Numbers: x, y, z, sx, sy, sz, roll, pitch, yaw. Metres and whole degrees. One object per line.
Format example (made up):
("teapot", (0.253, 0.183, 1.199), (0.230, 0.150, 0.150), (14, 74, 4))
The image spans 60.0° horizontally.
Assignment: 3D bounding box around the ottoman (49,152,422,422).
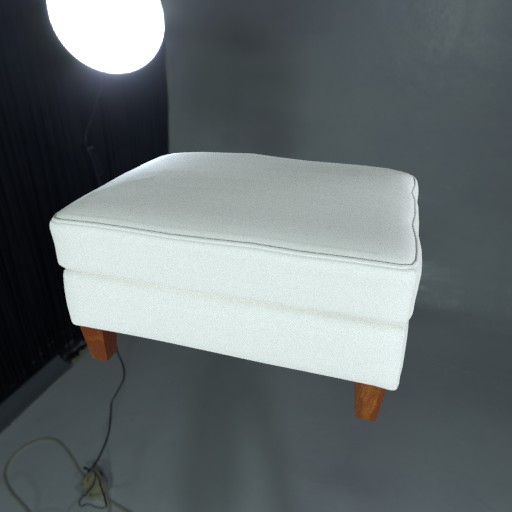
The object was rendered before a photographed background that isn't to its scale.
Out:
("ottoman", (0.000, 0.000, 1.233), (0.818, 0.479, 0.634), (8, 28, 15))
